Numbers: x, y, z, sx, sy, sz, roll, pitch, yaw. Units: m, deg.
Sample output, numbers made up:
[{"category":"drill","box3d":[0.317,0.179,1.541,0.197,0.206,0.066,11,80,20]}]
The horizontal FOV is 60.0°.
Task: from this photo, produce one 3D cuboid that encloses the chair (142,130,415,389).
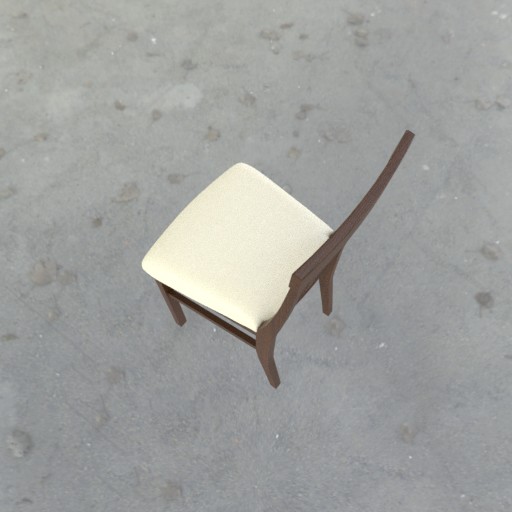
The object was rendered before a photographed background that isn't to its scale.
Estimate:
[{"category":"chair","box3d":[0.000,0.000,1.209,0.480,0.913,0.440,34,67,16]}]
